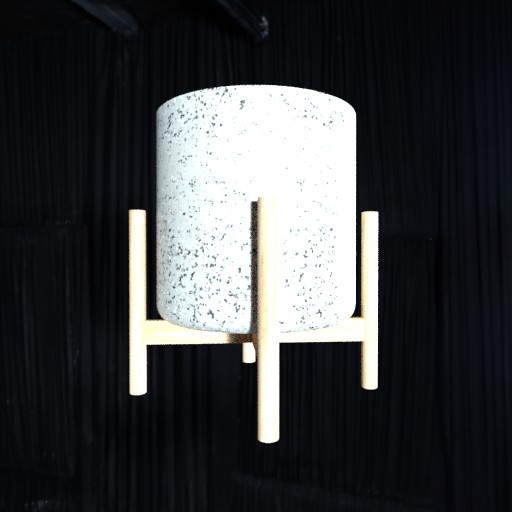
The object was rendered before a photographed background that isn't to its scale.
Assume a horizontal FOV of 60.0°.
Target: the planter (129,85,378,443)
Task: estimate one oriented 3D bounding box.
[{"bbox_3d":[0.000,0.000,0.692,0.360,0.419,0.360,0,1,18],"label":"planter"}]
